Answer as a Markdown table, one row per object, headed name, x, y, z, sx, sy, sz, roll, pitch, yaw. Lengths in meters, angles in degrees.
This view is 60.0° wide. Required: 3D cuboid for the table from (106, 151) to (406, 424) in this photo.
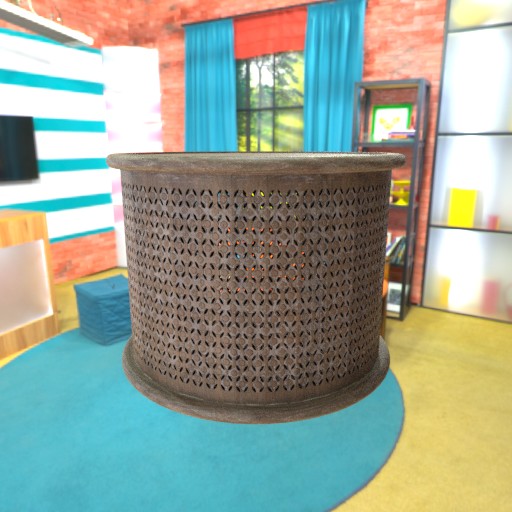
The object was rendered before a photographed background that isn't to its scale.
| name | x | y | z | sx | sy | sz | roll | pitch | yaw |
| --- | --- | --- | --- | --- | --- | --- | --- | --- | --- |
| table | 0.000 | 0.000 | 0.994 | 0.607 | 0.450 | 0.607 | 0 | 14 | 0 |
